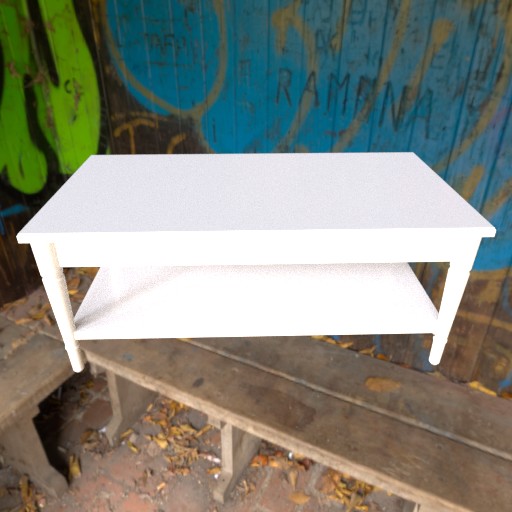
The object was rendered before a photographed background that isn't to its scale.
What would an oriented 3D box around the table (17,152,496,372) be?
[{"bbox_3d":[0.000,0.000,1.339,1.067,0.457,0.559,-1,31,-1],"label":"table"}]
